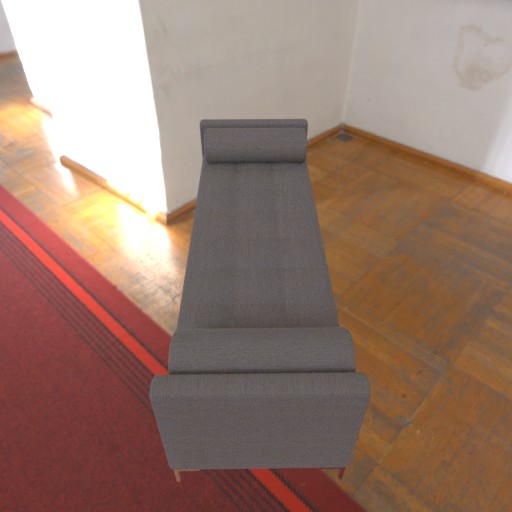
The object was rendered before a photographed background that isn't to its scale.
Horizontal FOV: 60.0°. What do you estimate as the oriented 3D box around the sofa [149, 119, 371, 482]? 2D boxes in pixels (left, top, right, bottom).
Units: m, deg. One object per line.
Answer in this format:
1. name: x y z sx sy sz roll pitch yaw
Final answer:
1. sofa: 0.000 0.000 2.282 0.686 0.635 1.981 -1 41 -1
